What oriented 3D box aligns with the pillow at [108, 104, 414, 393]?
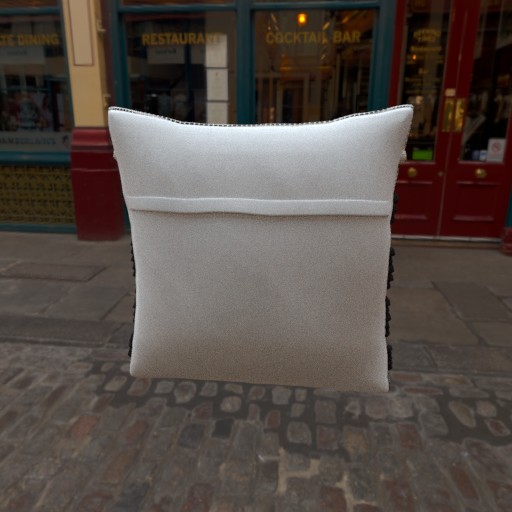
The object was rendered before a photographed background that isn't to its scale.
[{"bbox_3d":[0.000,0.000,0.682,0.436,0.438,0.156,2,15,6],"label":"pillow"}]
